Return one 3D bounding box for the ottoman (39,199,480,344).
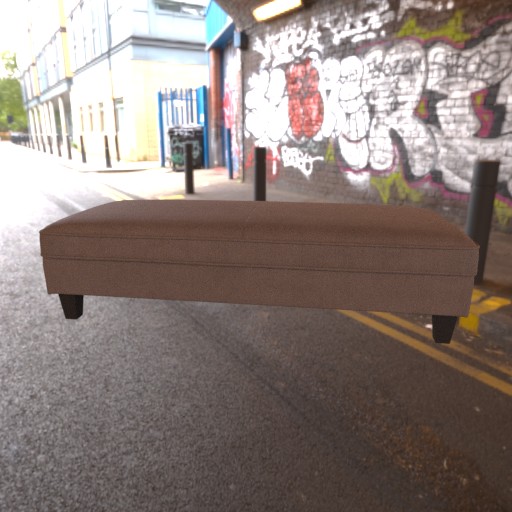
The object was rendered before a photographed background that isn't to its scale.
[{"bbox_3d":[0.000,0.000,2.096,1.764,0.470,0.751,2,16,8],"label":"ottoman"}]
